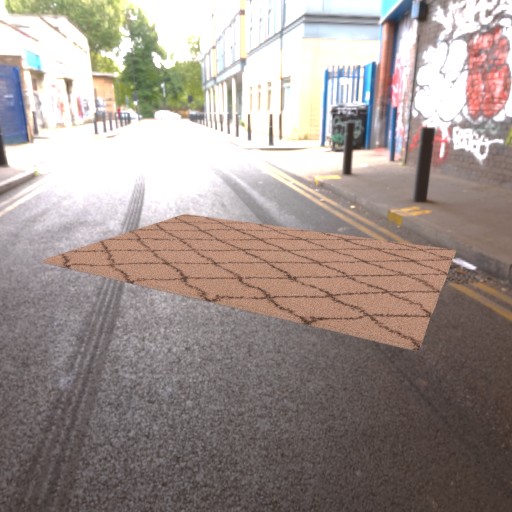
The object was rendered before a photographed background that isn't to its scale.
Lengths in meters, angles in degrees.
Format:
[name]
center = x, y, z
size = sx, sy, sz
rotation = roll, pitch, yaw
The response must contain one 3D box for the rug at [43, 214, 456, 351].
[rug]
center = 0.000, 0.000, 3.485
size = 2.743, 0.030, 1.778
rotation = 10, 21, 27
